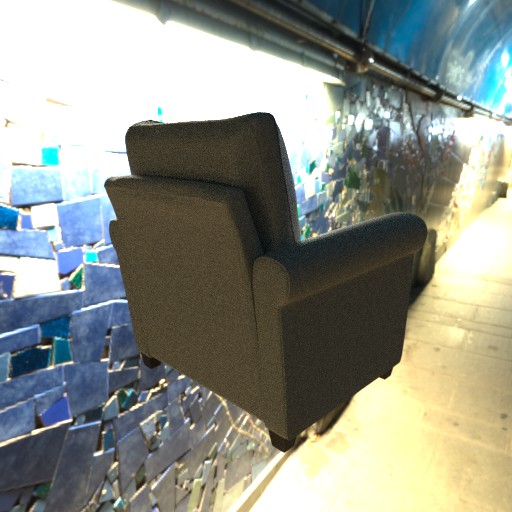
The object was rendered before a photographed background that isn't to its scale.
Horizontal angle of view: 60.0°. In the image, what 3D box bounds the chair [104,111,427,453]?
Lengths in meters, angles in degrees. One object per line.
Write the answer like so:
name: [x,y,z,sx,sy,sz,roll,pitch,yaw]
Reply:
chair: [0.000,0.000,2.276,1.275,1.349,1.180,14,20,43]
